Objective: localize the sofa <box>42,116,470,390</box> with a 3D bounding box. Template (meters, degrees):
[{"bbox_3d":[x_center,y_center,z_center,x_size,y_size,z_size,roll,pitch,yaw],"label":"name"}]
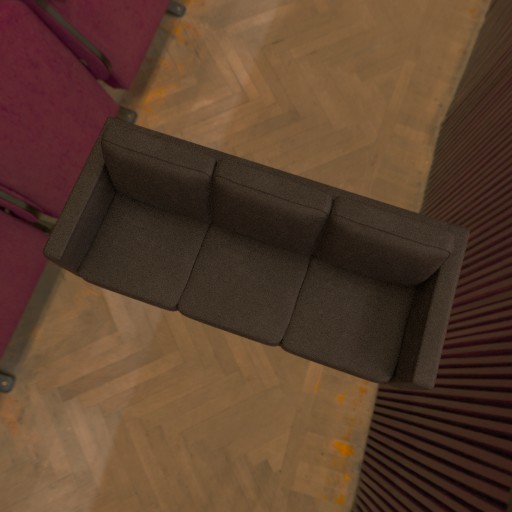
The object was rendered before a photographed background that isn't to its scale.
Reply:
[{"bbox_3d":[0.000,0.000,2.466,2.029,0.899,0.879,18,76,5],"label":"sofa"}]
